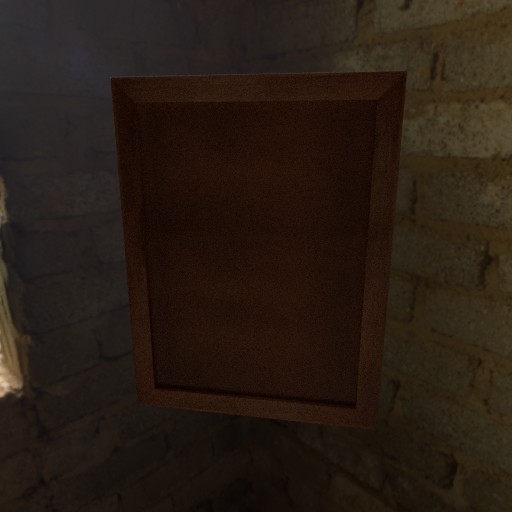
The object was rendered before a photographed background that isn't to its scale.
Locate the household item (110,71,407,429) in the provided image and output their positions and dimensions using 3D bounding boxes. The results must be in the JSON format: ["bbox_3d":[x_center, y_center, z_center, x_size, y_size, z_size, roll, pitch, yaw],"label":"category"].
[{"bbox_3d":[0.000,0.000,0.542,0.310,0.407,0.067,3,16,9],"label":"household item"}]
